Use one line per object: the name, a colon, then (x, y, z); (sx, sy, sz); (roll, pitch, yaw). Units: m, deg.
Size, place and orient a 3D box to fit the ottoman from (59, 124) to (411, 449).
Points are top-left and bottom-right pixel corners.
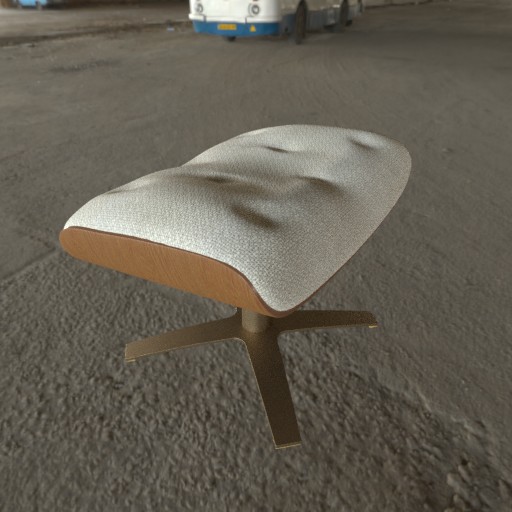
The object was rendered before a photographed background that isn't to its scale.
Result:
ottoman: (0.000, 0.000, 0.806); (0.394, 0.391, 0.520); (19, 37, 28)
